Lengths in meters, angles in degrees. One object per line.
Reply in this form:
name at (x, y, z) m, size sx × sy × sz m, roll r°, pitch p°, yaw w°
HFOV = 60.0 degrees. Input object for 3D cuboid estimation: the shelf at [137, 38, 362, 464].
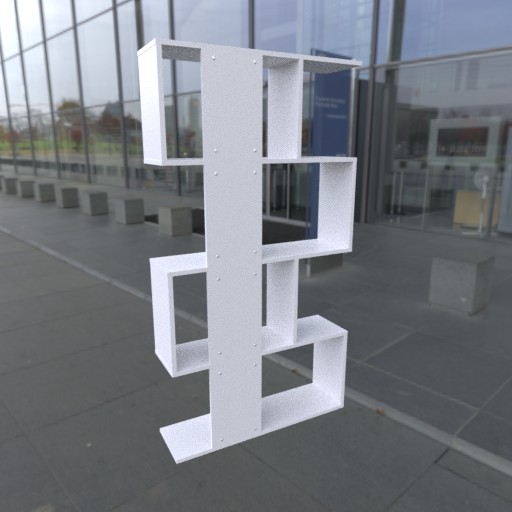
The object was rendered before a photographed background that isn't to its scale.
shelf at (0.000, 0.000, 1.980) m, size 0.890 × 1.650 × 0.250 m, roll -7°, pitch 16°, yaw -27°
